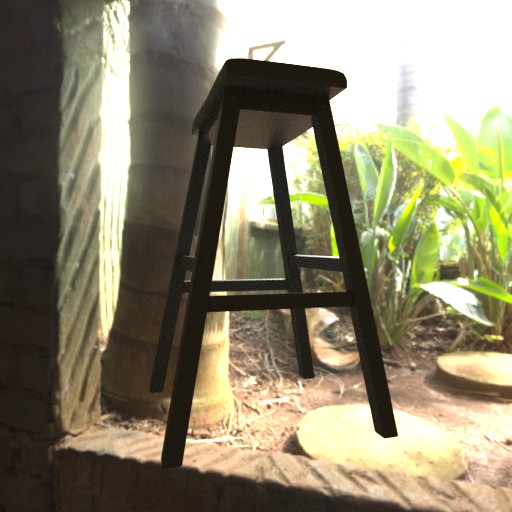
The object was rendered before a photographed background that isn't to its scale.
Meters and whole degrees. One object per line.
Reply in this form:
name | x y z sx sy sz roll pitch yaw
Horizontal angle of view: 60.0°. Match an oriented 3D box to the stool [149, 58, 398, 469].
stool | 0.000 0.000 1.055 0.476 0.737 0.457 0 1 -16
